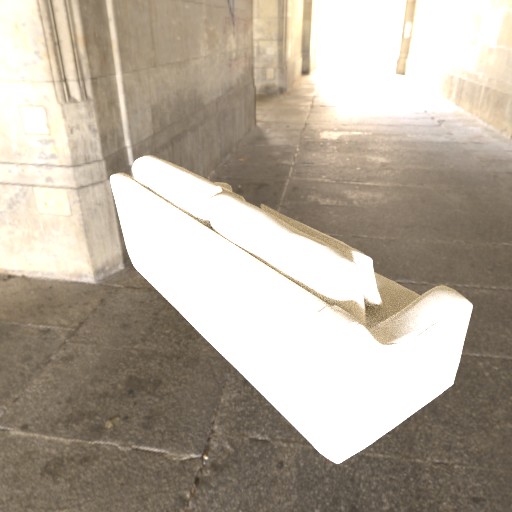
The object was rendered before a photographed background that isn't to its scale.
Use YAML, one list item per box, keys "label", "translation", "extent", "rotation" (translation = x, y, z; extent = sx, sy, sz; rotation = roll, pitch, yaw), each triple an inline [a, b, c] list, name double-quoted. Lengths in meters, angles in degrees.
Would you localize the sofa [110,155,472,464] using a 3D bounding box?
- label: "sofa"
  translation: [0.000, 0.000, 2.914]
  extent: [1.009, 1.022, 2.470]
  rotation: [-18, 32, -31]
